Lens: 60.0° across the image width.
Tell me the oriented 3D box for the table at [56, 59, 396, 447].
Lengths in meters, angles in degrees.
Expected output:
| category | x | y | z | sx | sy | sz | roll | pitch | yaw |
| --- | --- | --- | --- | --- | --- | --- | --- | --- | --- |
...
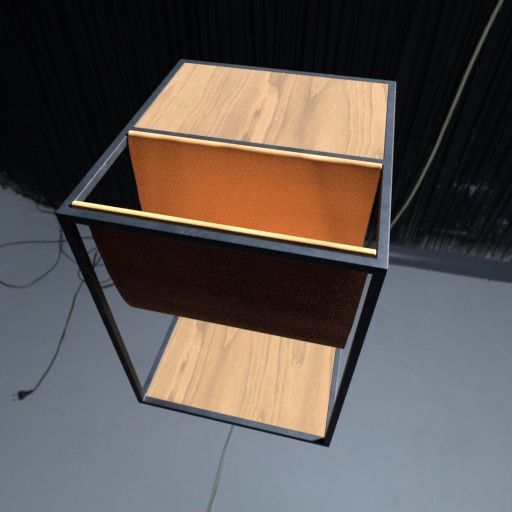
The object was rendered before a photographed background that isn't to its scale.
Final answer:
| category | x | y | z | sx | sy | sz | roll | pitch | yaw |
| --- | --- | --- | --- | --- | --- | --- | --- | --- | --- |
| table | 0.000 | 0.000 | 0.852 | 0.399 | 0.536 | 0.450 | 10 | 48 | 9 |
